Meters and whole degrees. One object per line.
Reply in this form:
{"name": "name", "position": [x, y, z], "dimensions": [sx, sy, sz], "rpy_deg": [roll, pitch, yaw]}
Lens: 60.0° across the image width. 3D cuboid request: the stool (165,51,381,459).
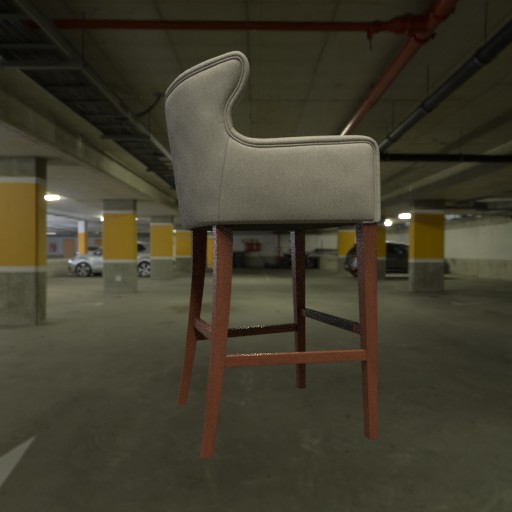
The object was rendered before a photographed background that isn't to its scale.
{"name": "stool", "position": [0.000, 0.000, 1.429], "dimensions": [0.575, 1.047, 0.575], "rpy_deg": [0, 1, -18]}
